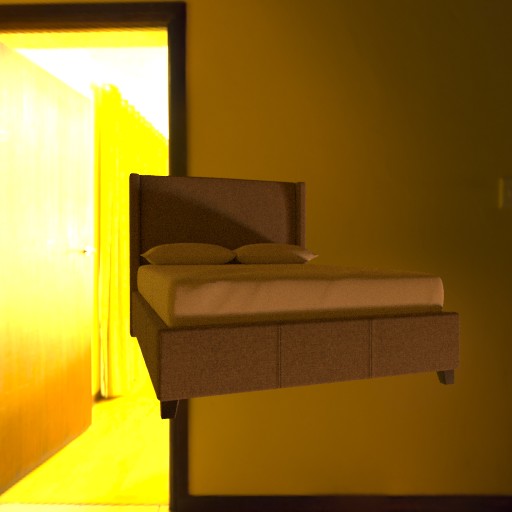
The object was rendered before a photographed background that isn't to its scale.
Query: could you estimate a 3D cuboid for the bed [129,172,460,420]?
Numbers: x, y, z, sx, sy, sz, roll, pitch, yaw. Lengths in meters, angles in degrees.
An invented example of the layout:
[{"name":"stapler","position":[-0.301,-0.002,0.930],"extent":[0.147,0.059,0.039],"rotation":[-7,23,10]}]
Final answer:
[{"name":"bed","position":[0.000,0.000,3.316],"extent":[1.714,1.481,2.245],"rotation":[0,1,-19]}]
